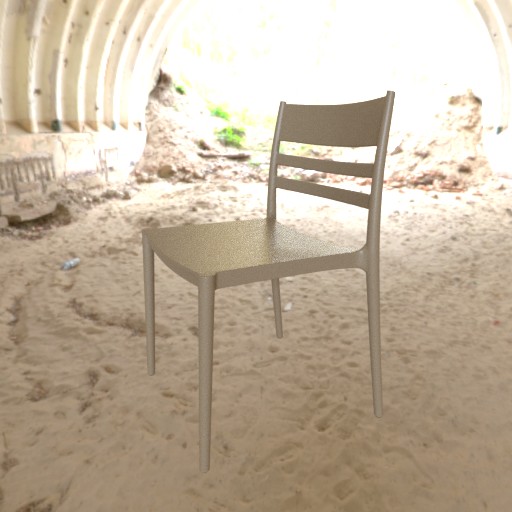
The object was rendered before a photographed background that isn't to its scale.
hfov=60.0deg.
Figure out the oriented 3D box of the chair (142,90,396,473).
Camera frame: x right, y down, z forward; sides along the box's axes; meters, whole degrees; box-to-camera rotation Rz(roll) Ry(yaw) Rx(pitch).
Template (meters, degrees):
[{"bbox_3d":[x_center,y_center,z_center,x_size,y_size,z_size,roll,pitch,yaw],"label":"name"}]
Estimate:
[{"bbox_3d":[0.000,0.000,1.162,0.511,0.800,0.531,-8,18,-26],"label":"chair"}]
